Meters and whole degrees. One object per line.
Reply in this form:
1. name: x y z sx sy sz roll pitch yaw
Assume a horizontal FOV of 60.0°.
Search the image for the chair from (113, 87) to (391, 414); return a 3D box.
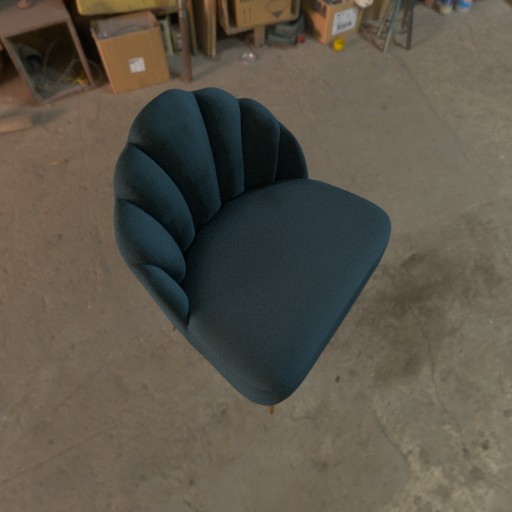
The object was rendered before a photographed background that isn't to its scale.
1. chair: 0.000 0.000 1.273 0.599 0.819 0.657 30 62 18
